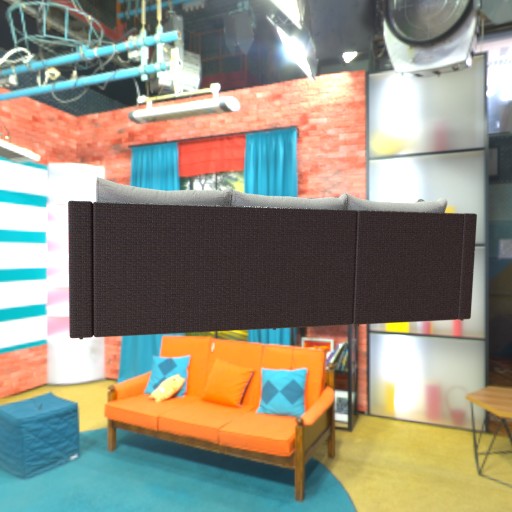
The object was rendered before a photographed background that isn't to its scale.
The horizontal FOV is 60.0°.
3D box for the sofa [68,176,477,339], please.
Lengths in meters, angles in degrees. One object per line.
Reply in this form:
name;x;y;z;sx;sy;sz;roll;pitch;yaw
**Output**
sofa;0.000;0.000;3.019;2.192;0.766;1.612;0;0;-16
